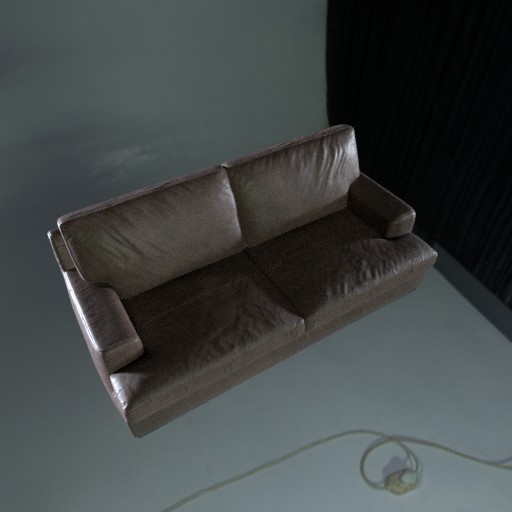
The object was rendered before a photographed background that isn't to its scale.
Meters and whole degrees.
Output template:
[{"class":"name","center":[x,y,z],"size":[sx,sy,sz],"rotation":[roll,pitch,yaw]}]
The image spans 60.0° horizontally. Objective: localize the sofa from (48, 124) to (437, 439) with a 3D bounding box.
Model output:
[{"class":"sofa","center":[0.000,0.000,2.848],"size":[2.261,0.941,1.143],"rotation":[-23,50,-21]}]
